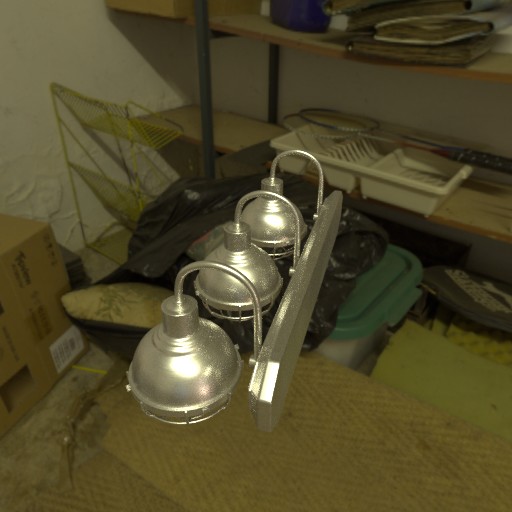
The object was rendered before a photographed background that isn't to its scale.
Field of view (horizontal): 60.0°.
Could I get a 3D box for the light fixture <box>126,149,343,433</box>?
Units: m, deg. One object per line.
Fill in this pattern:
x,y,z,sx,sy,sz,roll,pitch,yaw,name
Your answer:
0.000,0.000,0.793,0.229,0.254,0.634,9,31,14,light fixture
